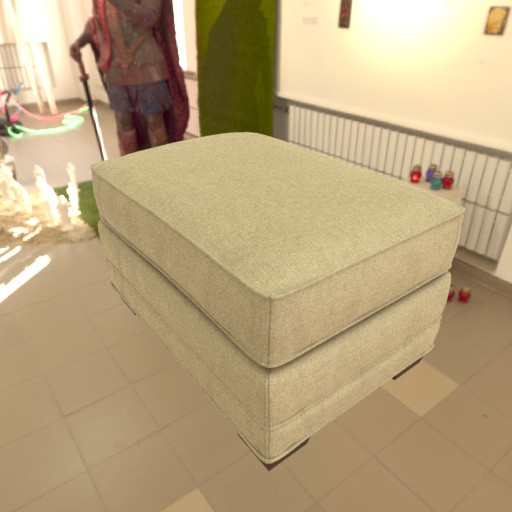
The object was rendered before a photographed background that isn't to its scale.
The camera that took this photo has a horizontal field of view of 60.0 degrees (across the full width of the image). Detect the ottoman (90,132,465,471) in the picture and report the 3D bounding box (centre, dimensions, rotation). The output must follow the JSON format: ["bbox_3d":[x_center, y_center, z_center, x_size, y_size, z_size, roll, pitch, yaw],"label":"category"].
[{"bbox_3d":[0.000,0.000,1.221,0.611,0.508,0.848,-21,36,-32],"label":"ottoman"}]
